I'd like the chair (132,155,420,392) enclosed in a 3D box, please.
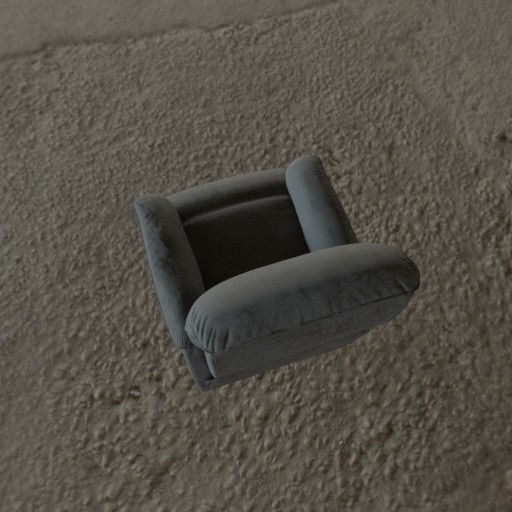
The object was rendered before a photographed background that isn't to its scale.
[{"bbox_3d":[0.000,0.000,1.735,0.820,1.037,1.004,-16,60,-9],"label":"chair"}]
